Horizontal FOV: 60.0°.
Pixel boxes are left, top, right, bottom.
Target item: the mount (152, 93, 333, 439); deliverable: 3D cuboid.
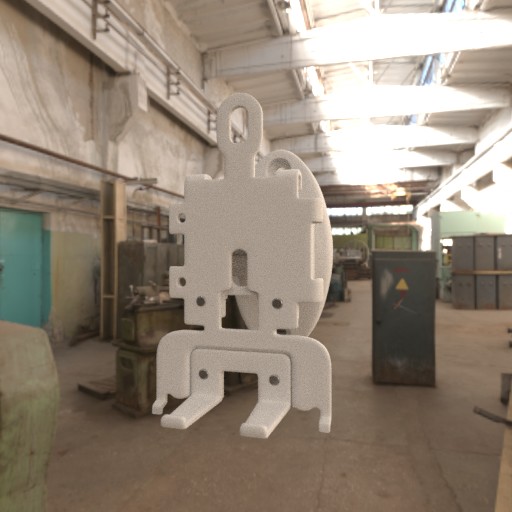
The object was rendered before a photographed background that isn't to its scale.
[{"bbox_3d":[0.000,0.000,0.182,0.066,0.118,0.100,0,0,16],"label":"mount"}]
